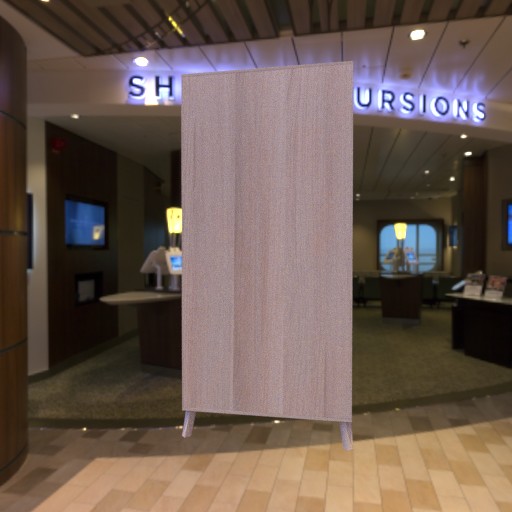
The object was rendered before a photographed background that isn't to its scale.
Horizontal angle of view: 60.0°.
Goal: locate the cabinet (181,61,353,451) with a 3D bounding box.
[{"bbox_3d":[0.000,0.000,2.663,0.969,1.957,1.272,-1,1,-34],"label":"cabinet"}]
